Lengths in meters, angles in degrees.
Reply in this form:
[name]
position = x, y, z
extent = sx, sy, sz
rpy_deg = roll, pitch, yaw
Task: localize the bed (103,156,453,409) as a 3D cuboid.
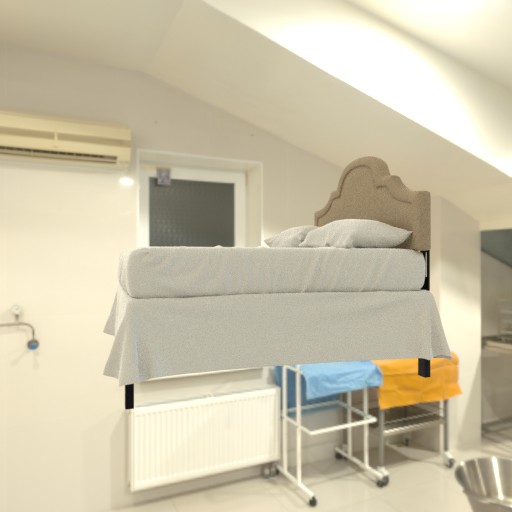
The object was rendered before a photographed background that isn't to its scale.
[bed]
position = 0.000, 0.000, 3.402
extent = 2.222, 1.634, 1.780
rpy_deg = 0, 0, -19
